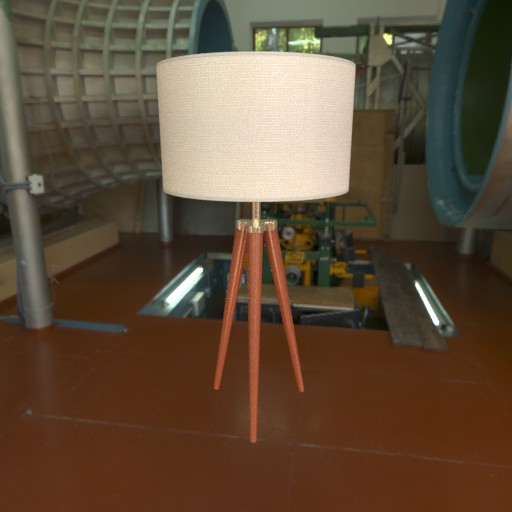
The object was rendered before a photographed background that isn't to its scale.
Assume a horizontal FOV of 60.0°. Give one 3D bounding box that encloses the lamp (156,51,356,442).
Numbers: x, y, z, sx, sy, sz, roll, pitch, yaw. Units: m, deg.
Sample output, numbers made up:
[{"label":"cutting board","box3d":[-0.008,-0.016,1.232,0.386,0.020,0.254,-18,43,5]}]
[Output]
[{"label":"lamp","box3d":[0.000,0.000,0.901,0.354,0.709,0.355,14,21,42]}]
